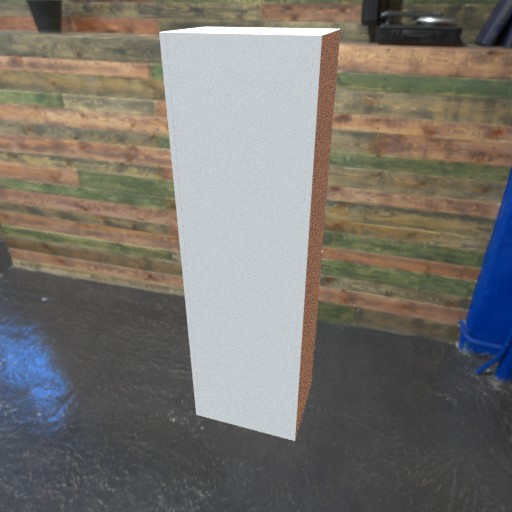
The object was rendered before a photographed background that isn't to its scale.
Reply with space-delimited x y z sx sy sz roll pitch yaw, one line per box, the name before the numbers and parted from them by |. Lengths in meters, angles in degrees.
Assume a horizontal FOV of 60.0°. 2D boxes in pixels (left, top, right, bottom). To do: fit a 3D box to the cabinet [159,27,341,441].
cabinet | 0.000 0.000 1.486 0.400 1.350 0.300 9 31 15
